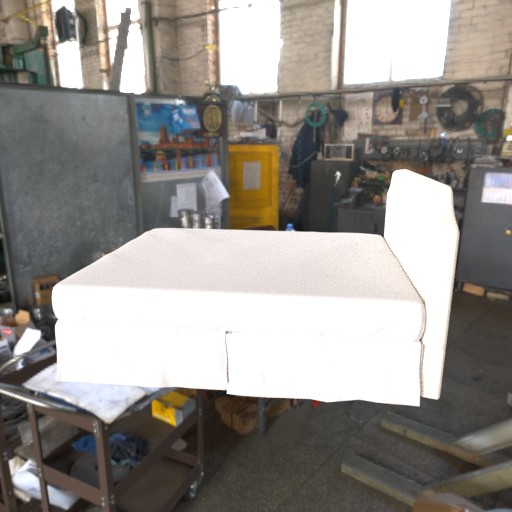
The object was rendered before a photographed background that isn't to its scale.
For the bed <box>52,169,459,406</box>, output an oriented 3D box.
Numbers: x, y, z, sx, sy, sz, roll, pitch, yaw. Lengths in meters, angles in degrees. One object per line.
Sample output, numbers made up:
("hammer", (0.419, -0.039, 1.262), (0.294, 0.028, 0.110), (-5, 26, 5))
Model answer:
("bed", (0.000, 0.000, 3.535), (2.498, 1.293, 1.977), (2, 15, 8))
